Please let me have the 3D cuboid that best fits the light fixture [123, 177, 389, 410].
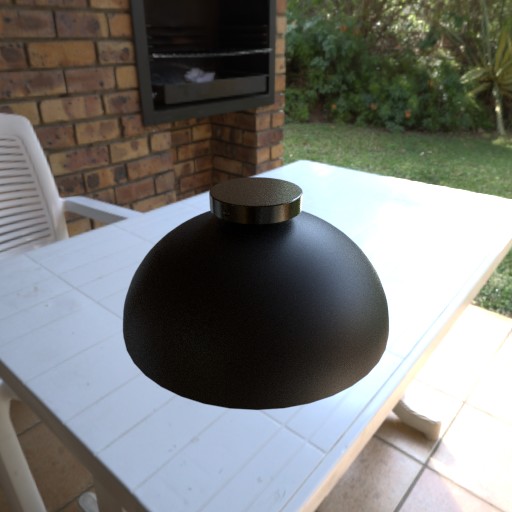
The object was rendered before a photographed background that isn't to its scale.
[{"bbox_3d":[0.000,0.000,0.574,0.355,0.177,0.355,0,26,0],"label":"light fixture"}]
